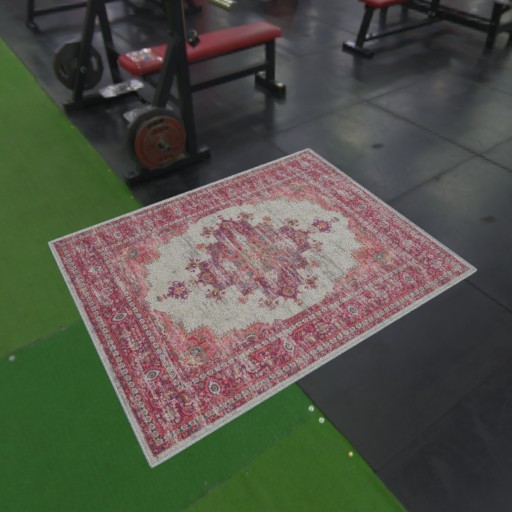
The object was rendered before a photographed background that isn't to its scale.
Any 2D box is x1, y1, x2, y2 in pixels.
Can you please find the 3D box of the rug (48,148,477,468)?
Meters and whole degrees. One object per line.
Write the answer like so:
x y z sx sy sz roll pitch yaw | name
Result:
0.000 0.000 4.068 3.123 0.017 2.447 -24 49 -23 | rug
